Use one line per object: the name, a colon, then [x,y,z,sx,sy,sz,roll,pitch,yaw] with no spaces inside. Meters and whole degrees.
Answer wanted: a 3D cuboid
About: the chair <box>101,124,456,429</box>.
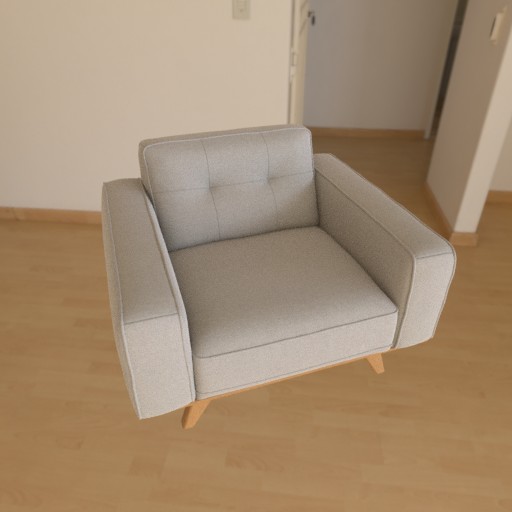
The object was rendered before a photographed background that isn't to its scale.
chair: [0.000,0.000,1.749,1.115,0.779,0.953,-11,35,-16]
